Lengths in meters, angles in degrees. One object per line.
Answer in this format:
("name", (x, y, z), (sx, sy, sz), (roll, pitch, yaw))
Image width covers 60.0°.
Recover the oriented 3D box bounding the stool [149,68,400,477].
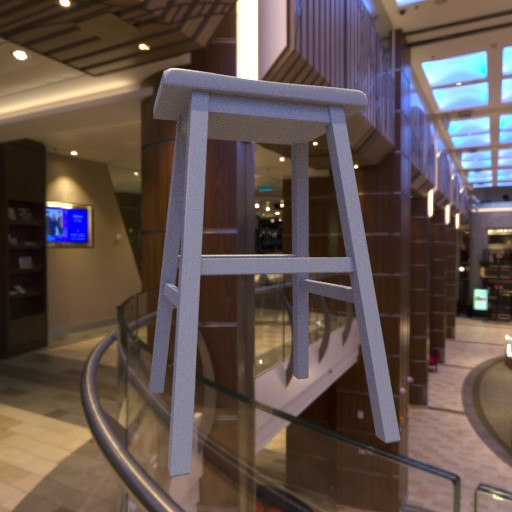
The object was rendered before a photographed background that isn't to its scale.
("stool", (0.000, 0.000, 1.038), (0.457, 0.737, 0.476), (0, 1, -18))
